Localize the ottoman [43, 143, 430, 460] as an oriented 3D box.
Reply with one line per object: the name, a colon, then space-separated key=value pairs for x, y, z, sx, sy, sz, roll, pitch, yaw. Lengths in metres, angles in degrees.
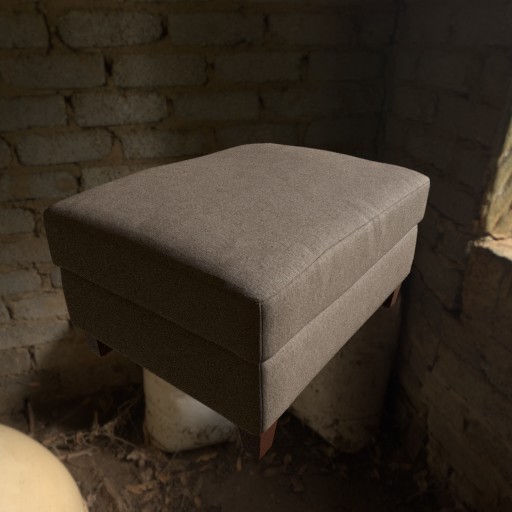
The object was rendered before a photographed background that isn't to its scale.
ottoman: x=0.000 y=0.000 z=1.285 sx=0.692 sy=0.511 sz=0.889 roll=19 pitch=32 yaw=32
